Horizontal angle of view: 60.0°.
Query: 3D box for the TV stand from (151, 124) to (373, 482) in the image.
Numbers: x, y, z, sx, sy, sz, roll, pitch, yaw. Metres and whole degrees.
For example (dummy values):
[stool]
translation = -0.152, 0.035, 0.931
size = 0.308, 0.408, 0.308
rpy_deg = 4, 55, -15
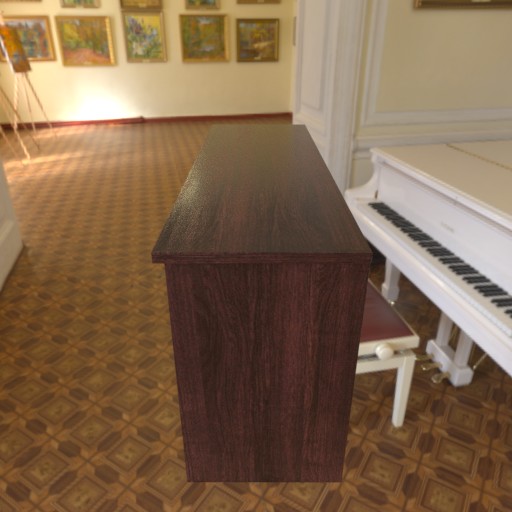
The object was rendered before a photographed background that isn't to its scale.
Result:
[TV stand]
translation = 0.000, 0.000, 1.435
size = 0.404, 0.614, 1.192
rpy_deg = 0, 27, 0
